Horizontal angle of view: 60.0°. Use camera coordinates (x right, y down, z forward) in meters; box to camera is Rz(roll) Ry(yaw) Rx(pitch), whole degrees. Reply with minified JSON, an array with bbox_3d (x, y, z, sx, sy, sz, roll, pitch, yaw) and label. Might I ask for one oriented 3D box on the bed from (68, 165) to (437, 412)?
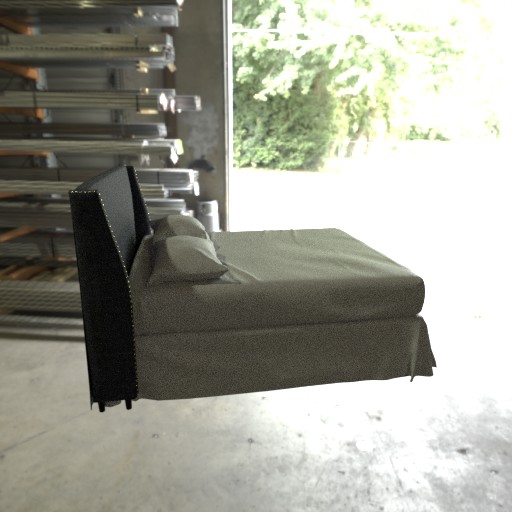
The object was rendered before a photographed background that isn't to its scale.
[{"bbox_3d":[0.000,0.000,3.491,2.276,1.332,1.925,-3,16,-9],"label":"bed"}]
